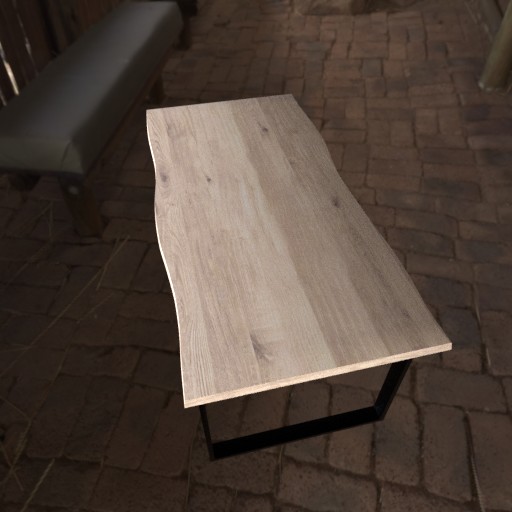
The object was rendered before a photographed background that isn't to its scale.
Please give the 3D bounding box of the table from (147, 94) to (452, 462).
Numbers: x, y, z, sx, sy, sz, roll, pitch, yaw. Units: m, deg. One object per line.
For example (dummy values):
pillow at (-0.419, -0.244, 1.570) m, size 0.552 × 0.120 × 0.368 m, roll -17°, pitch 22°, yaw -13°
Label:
table at (0.000, 0.000, 2.254) m, size 0.900 × 0.780 × 1.800 m, roll -10°, pitch 47°, yaw -9°
